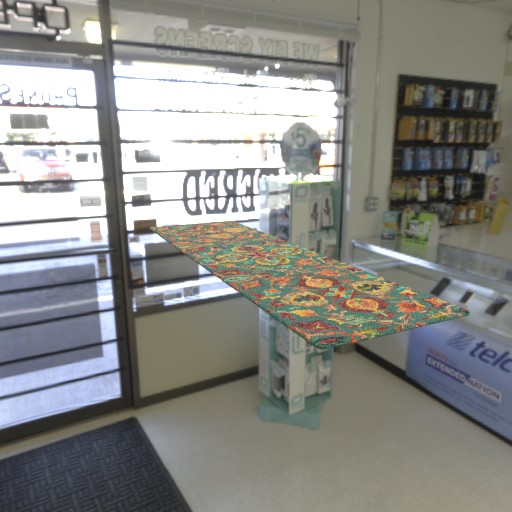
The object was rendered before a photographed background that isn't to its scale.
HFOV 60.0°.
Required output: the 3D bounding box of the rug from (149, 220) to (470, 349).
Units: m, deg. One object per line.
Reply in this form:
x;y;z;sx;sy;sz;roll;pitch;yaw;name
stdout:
0.000;0.000;2.503;0.686;0.013;2.286;-7;16;-25;rug
